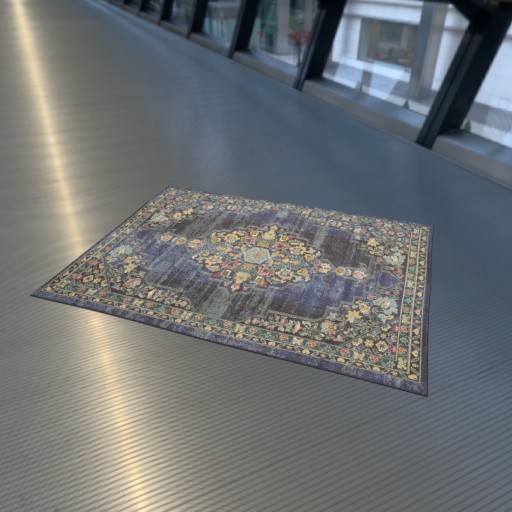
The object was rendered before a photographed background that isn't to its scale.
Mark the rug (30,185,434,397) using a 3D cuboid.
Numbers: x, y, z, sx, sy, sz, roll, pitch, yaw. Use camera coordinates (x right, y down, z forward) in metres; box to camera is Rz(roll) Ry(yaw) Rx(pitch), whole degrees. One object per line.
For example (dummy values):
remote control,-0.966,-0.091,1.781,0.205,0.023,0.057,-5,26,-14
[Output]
rug,0.000,0.000,4.784,3.612,0.035,2.716,11,34,16
